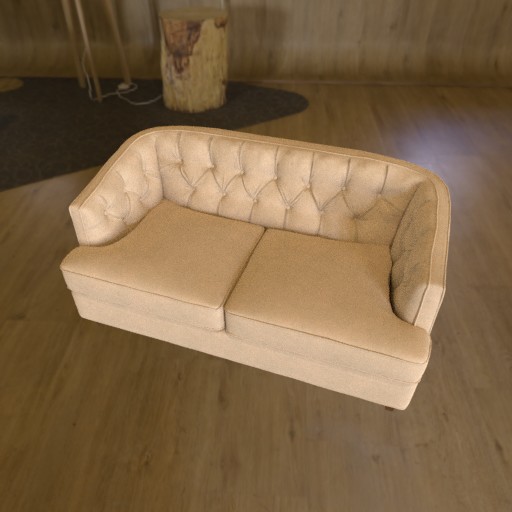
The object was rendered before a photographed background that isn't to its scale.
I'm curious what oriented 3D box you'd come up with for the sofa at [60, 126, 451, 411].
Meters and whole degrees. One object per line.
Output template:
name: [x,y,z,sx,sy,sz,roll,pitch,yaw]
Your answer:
sofa: [0.000,0.000,2.266,1.731,0.878,0.940,13,42,14]
